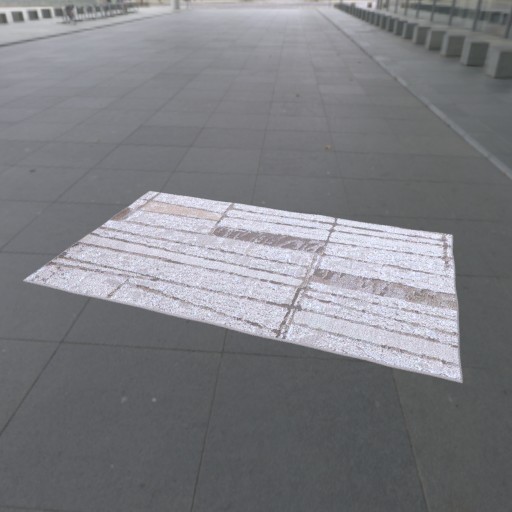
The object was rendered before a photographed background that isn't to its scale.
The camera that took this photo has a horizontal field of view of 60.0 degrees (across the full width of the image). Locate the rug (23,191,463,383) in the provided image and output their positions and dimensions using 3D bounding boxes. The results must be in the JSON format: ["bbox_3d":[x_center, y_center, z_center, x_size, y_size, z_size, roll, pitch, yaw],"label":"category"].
[{"bbox_3d":[0.000,0.000,1.023,0.867,0.007,0.515,10,32,16],"label":"rug"}]
